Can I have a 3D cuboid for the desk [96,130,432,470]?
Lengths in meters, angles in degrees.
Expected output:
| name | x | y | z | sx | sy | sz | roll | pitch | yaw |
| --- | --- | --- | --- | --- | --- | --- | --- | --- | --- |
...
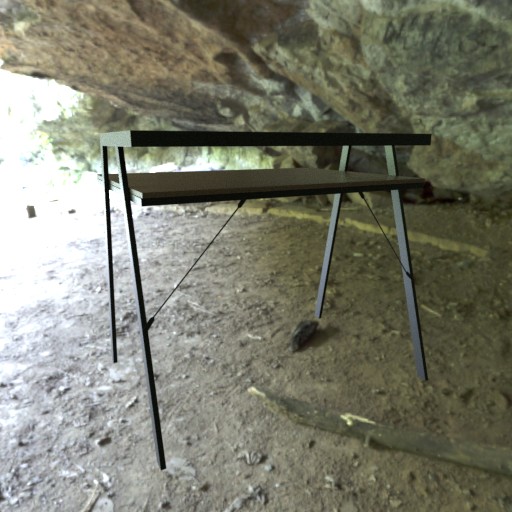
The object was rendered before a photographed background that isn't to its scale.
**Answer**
| name | x | y | z | sx | sy | sz | roll | pitch | yaw |
| --- | --- | --- | --- | --- | --- | --- | --- | --- | --- |
| desk | 0.000 | 0.000 | 1.881 | 1.143 | 0.998 | 0.936 | -7 | 16 | -27 |
